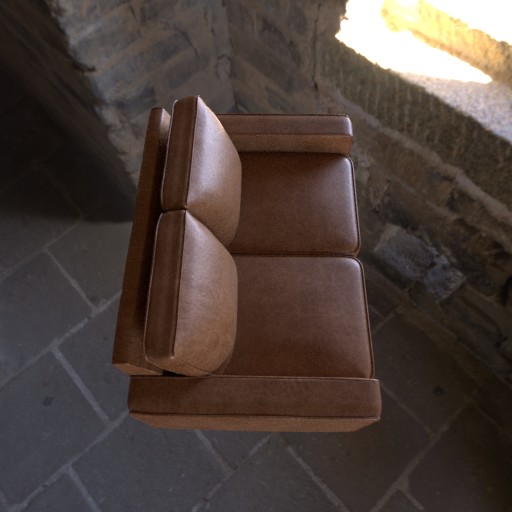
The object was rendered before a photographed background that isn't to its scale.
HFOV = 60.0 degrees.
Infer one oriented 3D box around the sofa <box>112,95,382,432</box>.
[{"bbox_3d":[0.000,0.000,2.132,1.020,0.896,1.532,1,64,0],"label":"sofa"}]
